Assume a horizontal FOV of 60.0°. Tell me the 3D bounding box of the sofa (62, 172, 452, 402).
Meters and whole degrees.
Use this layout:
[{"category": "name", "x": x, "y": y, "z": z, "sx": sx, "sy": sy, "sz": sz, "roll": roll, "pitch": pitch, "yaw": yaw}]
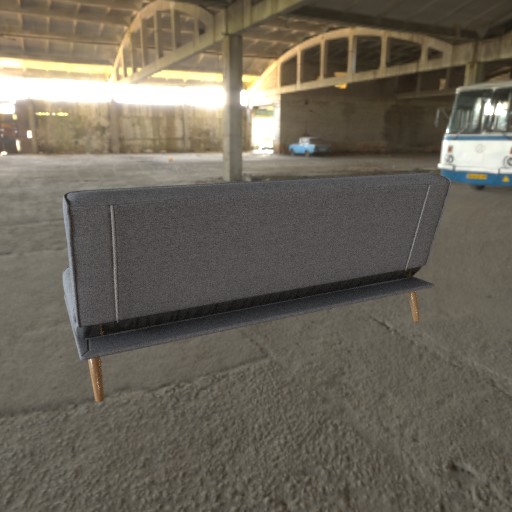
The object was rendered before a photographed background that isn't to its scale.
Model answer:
[{"category": "sofa", "x": 0.000, "y": 0.000, "z": 2.289, "sx": 1.820, "sy": 0.830, "sz": 0.810, "roll": -8, "pitch": 17, "yaw": -26}]
